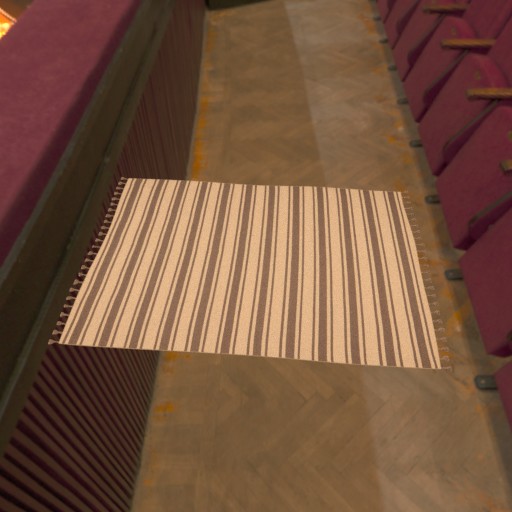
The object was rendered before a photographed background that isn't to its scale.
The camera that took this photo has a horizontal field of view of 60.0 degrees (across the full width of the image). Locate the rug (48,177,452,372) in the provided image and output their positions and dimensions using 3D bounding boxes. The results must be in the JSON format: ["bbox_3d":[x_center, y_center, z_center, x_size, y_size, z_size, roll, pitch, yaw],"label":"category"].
[{"bbox_3d":[0.000,0.000,3.953,3.040,0.017,2.030,3,48,3],"label":"rug"}]
